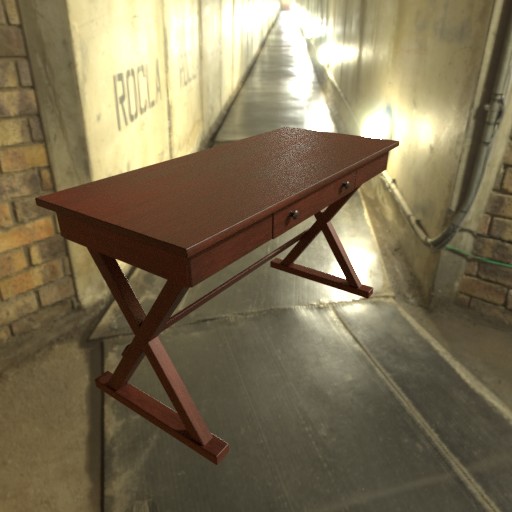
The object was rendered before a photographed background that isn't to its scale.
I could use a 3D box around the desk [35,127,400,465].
[{"bbox_3d":[0.000,0.000,1.798,0.600,0.761,1.372,18,31,31],"label":"desk"}]
